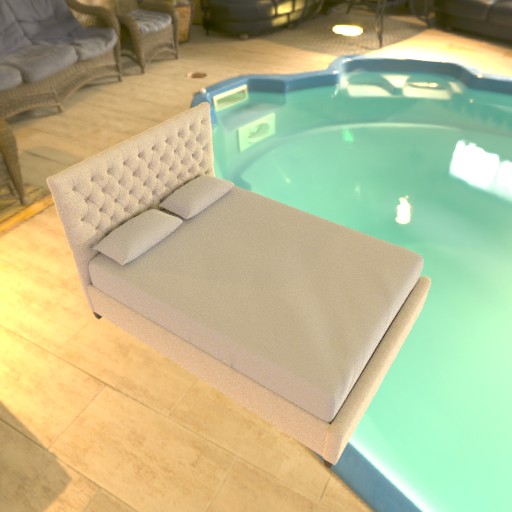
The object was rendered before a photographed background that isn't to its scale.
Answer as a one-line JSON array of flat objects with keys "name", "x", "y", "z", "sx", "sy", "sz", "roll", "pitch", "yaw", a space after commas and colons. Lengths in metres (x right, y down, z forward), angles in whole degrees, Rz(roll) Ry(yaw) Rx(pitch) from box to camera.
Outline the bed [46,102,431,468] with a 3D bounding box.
[{"name": "bed", "x": 0.000, "y": 0.000, "z": 3.475, "sx": 2.387, "sy": 1.427, "sz": 1.698, "roll": 24, "pitch": 46, "yaw": 26}]
